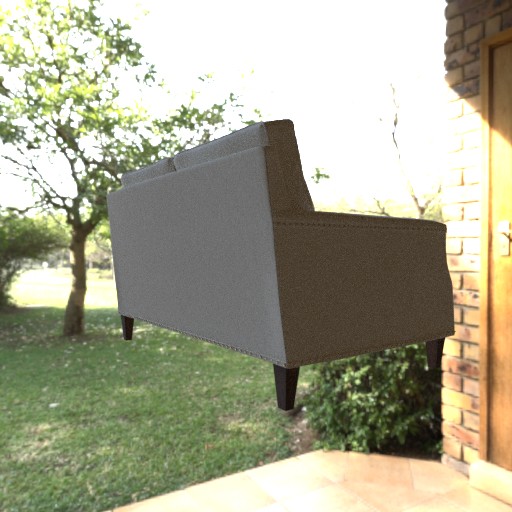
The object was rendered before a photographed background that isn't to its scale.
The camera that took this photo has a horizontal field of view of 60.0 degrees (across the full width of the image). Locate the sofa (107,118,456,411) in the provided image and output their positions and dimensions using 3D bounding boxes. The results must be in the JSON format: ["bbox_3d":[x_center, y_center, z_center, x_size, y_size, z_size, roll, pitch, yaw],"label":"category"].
[{"bbox_3d":[0.000,0.000,2.295,1.084,1.003,1.597,0,1,-37],"label":"sofa"}]
